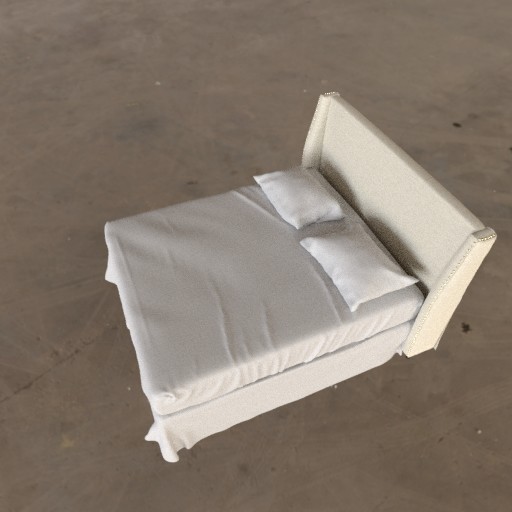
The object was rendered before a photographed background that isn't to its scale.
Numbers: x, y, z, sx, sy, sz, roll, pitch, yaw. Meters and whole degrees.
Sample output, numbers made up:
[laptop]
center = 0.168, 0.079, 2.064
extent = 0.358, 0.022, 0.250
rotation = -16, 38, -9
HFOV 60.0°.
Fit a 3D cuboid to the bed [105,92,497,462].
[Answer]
[bed]
center = 0.000, 0.000, 3.333
extent = 2.276, 1.332, 1.925
rotation = -17, 50, -15
